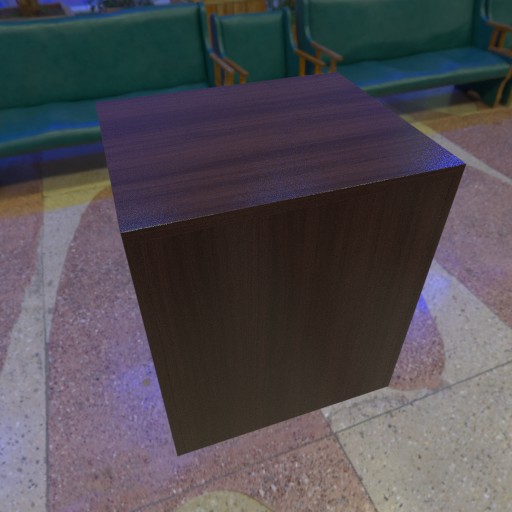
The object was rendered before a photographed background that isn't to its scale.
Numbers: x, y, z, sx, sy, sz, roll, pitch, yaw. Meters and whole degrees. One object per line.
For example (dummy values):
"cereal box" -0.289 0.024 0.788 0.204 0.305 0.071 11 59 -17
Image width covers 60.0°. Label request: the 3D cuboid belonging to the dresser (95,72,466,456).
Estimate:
"dresser" 0.000 0.000 0.755 0.400 0.470 0.360 -13 43 -14
